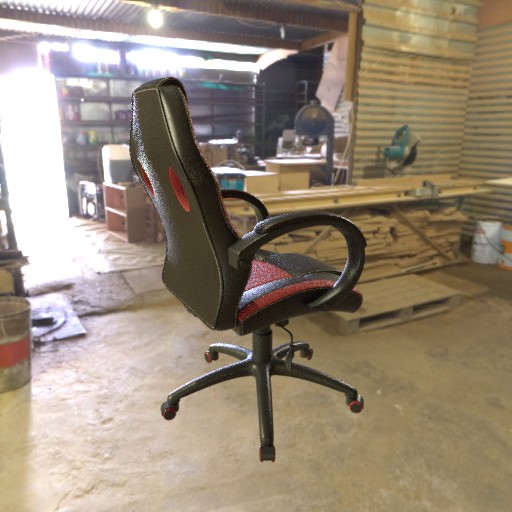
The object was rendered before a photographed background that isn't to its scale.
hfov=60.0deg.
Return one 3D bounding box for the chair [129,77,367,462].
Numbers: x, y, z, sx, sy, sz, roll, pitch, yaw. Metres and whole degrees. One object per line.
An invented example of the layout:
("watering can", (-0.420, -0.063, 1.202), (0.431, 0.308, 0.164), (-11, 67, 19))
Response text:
("chair", (0.000, 0.000, 1.648), (0.783, 1.189, 0.750), (-9, 18, -28))
